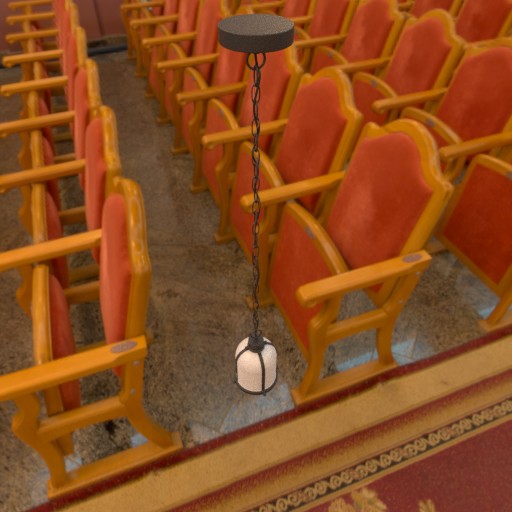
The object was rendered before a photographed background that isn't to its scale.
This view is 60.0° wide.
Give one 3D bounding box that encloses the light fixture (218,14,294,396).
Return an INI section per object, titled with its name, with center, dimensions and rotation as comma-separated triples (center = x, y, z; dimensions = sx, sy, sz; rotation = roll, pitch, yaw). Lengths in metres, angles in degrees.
[light fixture]
center = 0.000, 0.000, 1.233
dimensions = 0.178, 1.181, 0.178
rotation = -14, 44, -15
